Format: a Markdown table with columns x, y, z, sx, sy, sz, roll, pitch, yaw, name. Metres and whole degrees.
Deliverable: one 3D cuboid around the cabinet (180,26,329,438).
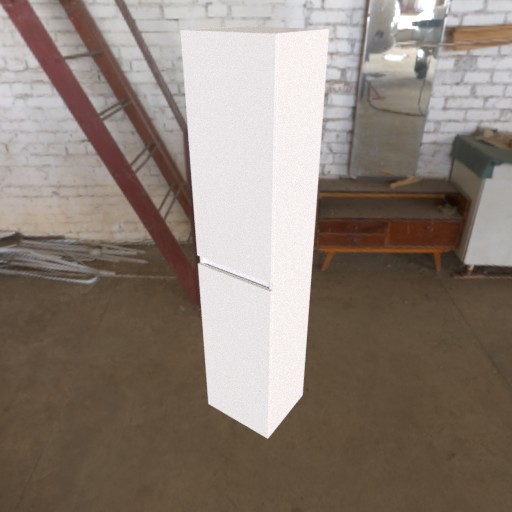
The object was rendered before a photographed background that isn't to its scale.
| x | y | z | sx | sy | sz | roll | pitch | yaw | name |
| --- | --- | --- | --- | --- | --- | --- | --- | --- | --- |
| 0.000 | 0.000 | 1.536 | 0.300 | 1.400 | 0.269 | 19 | 35 | 30 | cabinet |
